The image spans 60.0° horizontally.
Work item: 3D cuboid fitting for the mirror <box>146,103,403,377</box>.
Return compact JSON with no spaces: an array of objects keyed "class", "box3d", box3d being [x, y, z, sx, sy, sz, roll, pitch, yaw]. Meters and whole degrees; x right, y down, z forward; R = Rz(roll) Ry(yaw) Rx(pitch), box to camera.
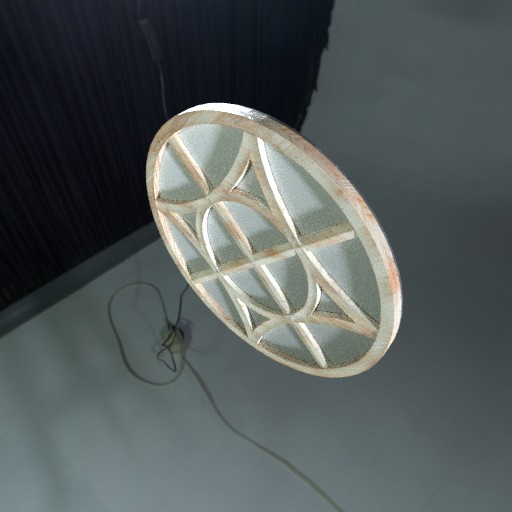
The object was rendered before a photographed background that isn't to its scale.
[{"class":"mirror","box3d":[0.000,0.000,1.040,0.710,0.710,0.038,30,52,26]}]
